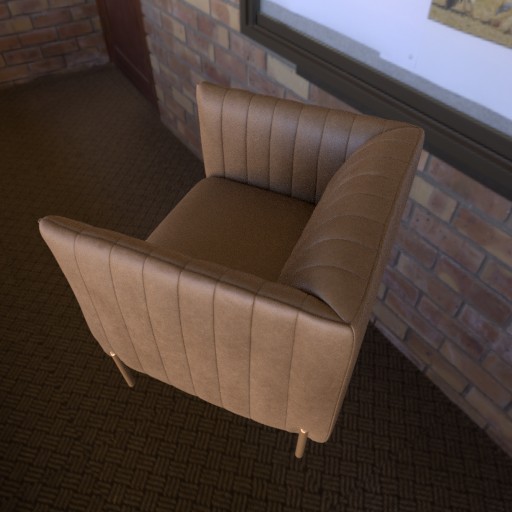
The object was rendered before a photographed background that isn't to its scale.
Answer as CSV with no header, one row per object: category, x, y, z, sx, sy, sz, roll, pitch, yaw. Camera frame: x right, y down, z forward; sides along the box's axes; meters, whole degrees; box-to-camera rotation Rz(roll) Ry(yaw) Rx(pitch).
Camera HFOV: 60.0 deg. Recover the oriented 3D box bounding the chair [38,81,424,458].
chair,0.000,0.000,1.587,0.876,0.779,0.981,18,49,16
